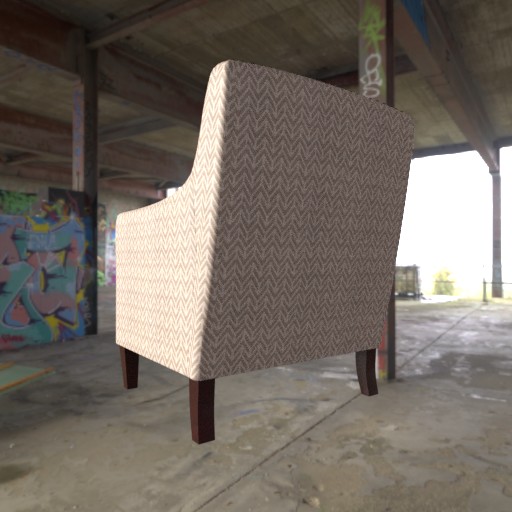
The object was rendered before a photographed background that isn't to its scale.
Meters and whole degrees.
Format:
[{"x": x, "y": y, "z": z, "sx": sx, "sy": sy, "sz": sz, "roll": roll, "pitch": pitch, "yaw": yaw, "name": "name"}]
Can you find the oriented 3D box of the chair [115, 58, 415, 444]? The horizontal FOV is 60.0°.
[{"x": 0.000, "y": 0.000, "z": 1.297, "sx": 0.623, "sy": 0.816, "sz": 0.651, "roll": 0, "pitch": 0, "yaw": -36, "name": "chair"}]
